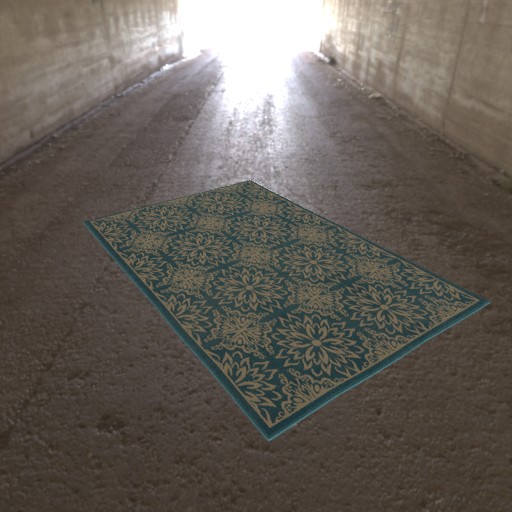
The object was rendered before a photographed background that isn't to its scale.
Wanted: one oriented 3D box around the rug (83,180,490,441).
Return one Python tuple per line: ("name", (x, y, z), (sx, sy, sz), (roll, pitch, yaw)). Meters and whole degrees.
("rug", (0.000, 0.000, 2.275), (1.211, 0.012, 1.833), (-20, 36, -30))
